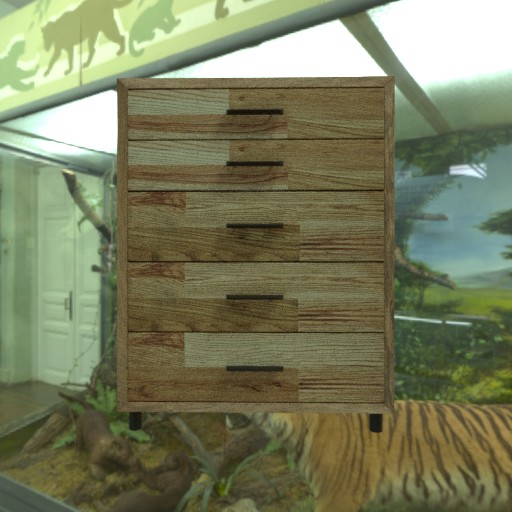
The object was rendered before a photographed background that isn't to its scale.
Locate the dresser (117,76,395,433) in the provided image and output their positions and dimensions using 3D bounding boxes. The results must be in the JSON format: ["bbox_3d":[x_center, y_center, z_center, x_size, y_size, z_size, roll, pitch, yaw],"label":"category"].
[{"bbox_3d":[0.000,0.000,1.741,0.966,1.243,0.480,0,0,1],"label":"dresser"}]
